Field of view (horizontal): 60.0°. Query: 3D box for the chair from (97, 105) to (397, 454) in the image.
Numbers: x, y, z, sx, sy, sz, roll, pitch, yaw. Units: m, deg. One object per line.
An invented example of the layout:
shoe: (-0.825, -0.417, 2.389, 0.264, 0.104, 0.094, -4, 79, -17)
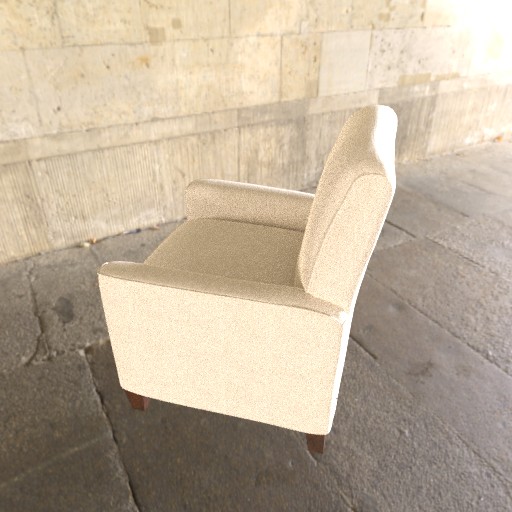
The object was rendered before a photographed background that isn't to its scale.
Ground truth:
chair: (0.000, 0.000, 1.624, 0.858, 1.028, 0.841, 8, 32, 13)
